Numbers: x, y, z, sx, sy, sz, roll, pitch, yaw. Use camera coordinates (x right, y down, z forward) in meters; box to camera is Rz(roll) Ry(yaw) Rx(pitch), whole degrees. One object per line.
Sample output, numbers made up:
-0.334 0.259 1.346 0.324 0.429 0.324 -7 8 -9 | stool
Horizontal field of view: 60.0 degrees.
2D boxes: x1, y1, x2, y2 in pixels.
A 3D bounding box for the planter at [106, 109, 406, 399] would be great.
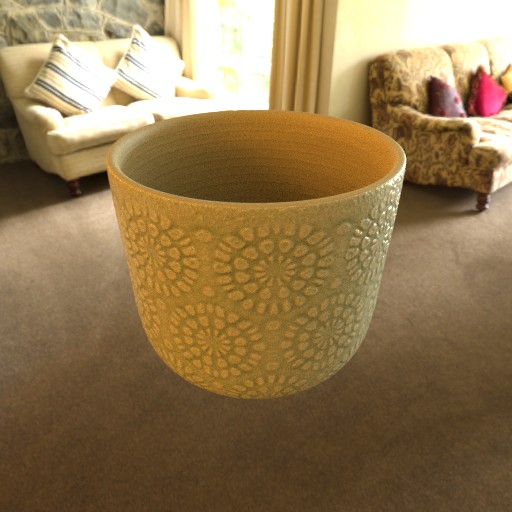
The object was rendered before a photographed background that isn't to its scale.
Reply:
0.000 0.000 0.299 0.169 0.153 0.169 0 32 0 | planter
